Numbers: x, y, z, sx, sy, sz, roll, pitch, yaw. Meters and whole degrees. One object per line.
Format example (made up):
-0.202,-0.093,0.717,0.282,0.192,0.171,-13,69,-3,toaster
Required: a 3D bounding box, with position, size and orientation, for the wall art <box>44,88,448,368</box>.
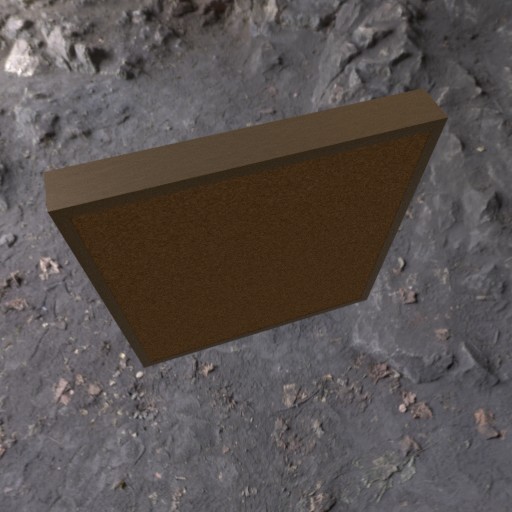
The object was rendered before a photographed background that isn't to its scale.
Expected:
0.000,0.000,0.457,0.304,0.305,0.038,-15,58,-10,wall art
